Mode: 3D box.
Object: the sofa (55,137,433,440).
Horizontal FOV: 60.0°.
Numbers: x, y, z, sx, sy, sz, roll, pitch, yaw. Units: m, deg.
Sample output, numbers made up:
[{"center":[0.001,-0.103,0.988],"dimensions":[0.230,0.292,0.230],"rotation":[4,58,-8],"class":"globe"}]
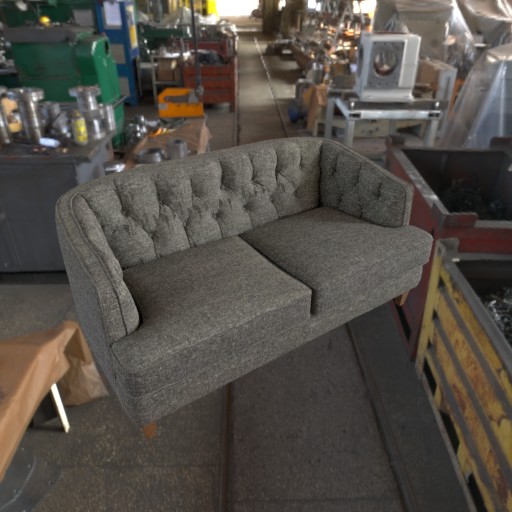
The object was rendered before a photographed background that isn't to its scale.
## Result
[{"center":[0.000,0.000,2.267],"dimensions":[1.733,0.855,0.941],"rotation":[-20,36,-30],"class":"sofa"}]
